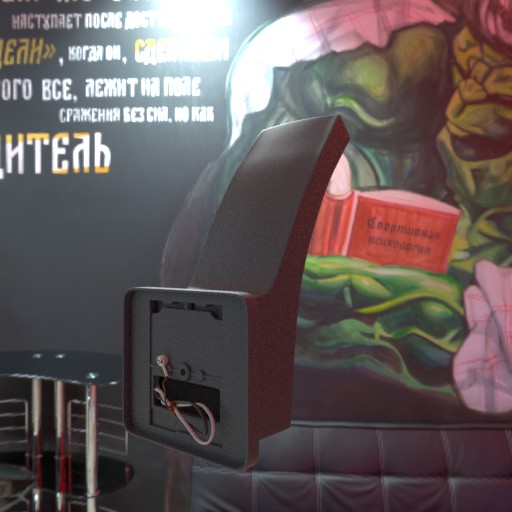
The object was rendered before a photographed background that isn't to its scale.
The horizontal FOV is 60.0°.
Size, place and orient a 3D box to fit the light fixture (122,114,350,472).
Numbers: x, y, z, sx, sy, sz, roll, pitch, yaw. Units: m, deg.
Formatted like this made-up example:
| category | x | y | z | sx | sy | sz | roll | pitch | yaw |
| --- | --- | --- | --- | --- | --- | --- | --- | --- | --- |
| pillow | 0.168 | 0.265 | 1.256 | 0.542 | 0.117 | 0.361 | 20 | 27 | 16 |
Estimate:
| category | x | y | z | sx | sy | sz | roll | pitch | yaw |
| --- | --- | --- | --- | --- | --- | --- | --- | --- | --- |
| light fixture | 0.000 | 0.000 | 0.341 | 0.108 | 0.243 | 0.174 | 0 | -1 | 36 |
